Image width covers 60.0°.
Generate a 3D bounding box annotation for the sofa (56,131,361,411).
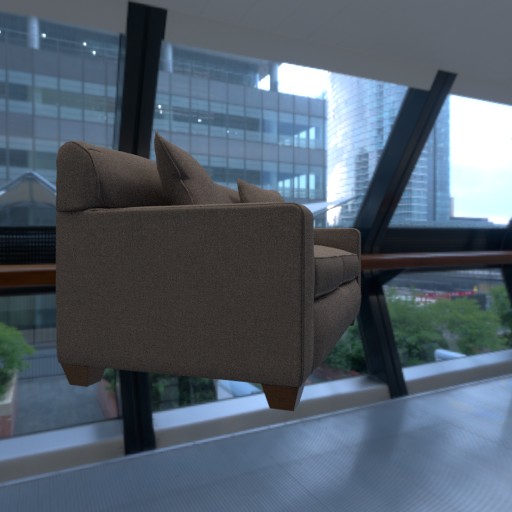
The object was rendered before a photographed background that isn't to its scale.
[{"bbox_3d":[0.000,0.000,2.366,1.000,0.958,1.846,0,1,19],"label":"sofa"}]
